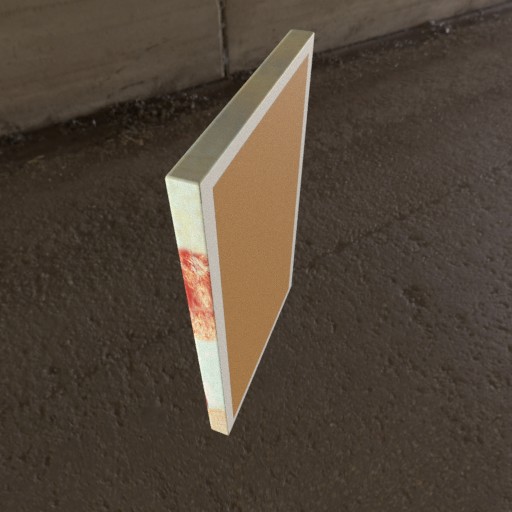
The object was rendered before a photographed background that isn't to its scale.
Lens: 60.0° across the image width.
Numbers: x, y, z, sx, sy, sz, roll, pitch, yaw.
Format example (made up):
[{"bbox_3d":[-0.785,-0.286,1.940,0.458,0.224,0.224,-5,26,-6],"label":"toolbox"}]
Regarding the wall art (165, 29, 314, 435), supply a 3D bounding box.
[{"bbox_3d":[0.000,0.000,0.771,0.038,0.610,0.401,16,49,14],"label":"wall art"}]
